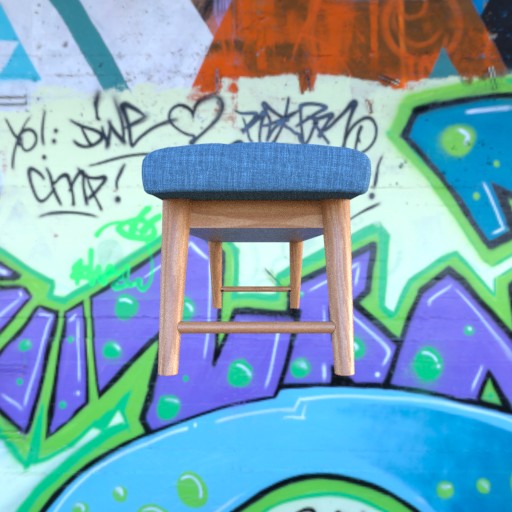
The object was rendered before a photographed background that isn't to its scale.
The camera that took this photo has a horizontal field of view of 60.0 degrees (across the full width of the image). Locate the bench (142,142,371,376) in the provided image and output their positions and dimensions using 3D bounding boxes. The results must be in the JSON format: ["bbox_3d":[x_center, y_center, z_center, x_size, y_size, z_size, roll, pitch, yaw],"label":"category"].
[{"bbox_3d":[0.000,0.000,1.331,0.406,0.432,1.118,0,0,0],"label":"bench"}]
